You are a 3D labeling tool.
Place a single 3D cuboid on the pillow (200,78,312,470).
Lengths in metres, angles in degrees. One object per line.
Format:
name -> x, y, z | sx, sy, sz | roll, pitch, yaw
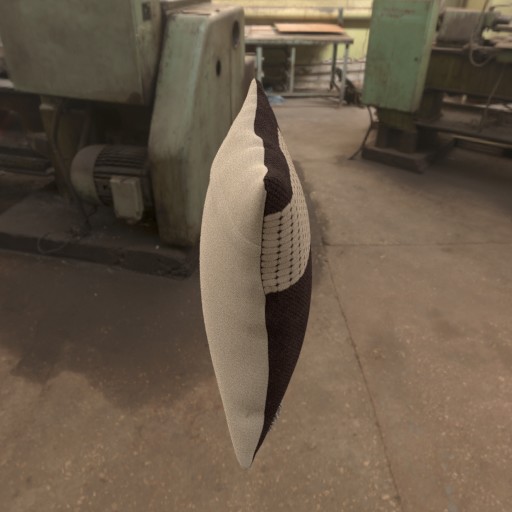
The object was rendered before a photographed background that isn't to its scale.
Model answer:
pillow -> 0.000, 0.000, 0.730 | 0.178, 0.473, 0.475 | 0, 33, 0
